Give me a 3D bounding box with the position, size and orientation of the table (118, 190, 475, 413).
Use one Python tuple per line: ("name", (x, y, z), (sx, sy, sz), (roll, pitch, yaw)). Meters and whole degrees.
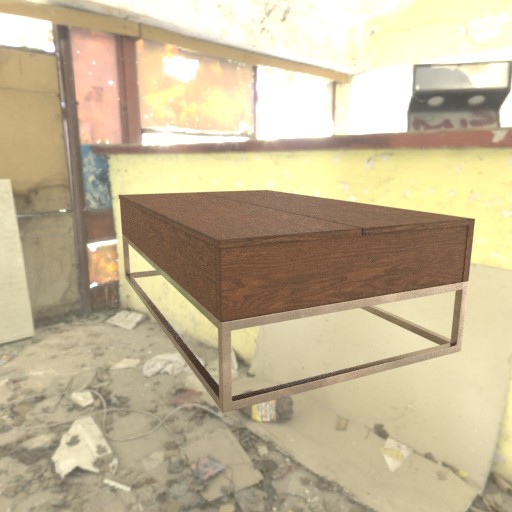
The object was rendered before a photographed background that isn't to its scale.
("table", (0.000, 0.000, 1.534), (0.719, 0.361, 1.167), (-6, 14, -25))
